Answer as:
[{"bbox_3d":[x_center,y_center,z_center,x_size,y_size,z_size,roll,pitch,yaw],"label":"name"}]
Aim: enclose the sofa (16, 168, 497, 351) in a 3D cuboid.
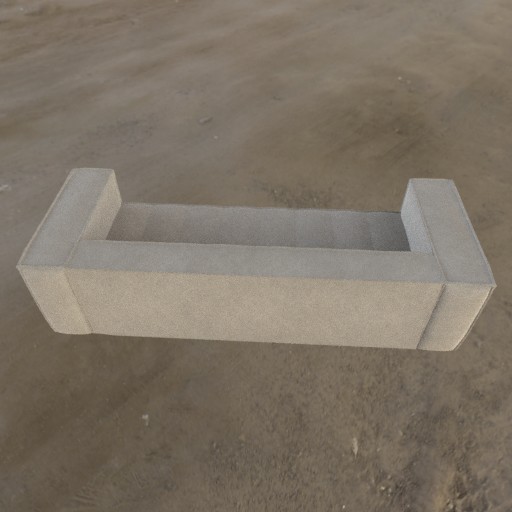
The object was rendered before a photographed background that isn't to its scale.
[{"bbox_3d":[0.000,0.000,2.990,2.697,0.680,1.038,2,45,2],"label":"sofa"}]
